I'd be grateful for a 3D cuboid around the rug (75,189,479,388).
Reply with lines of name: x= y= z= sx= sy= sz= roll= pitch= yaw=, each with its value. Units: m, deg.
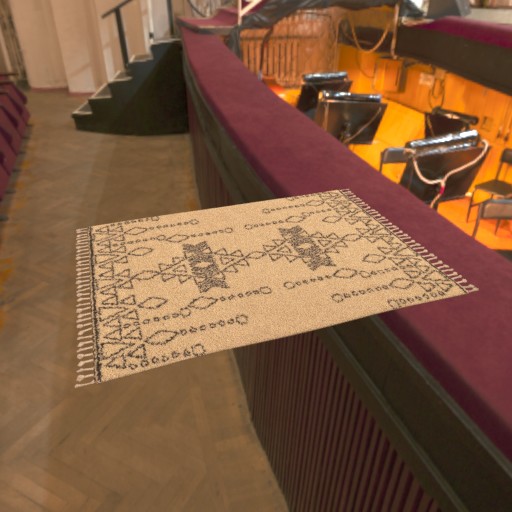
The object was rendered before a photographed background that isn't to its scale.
rug: x=0.000 y=0.000 z=3.914 sx=3.027 sy=0.028 sz=2.125 roll=-10 pitch=33 yaw=-16
